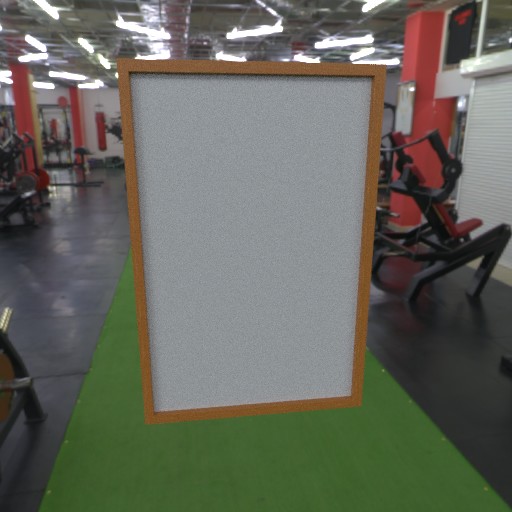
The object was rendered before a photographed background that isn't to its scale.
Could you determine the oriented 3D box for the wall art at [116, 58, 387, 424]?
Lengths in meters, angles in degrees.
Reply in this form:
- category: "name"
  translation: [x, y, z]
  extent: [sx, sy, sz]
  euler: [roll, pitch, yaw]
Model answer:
- category: "wall art"
  translation: [0.000, 0.000, 1.132]
  extent: [0.610, 0.916, 0.037]
  euler: [-2, 16, -8]
